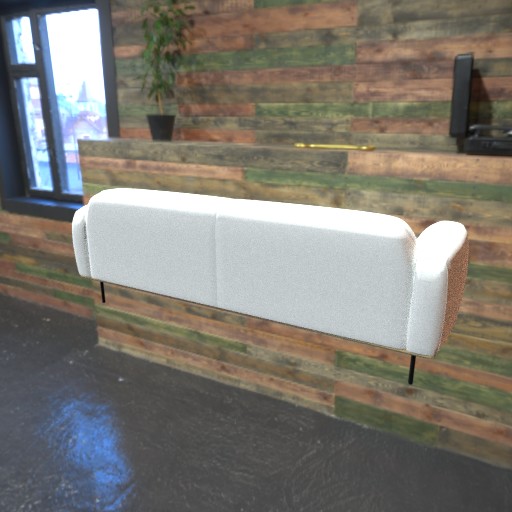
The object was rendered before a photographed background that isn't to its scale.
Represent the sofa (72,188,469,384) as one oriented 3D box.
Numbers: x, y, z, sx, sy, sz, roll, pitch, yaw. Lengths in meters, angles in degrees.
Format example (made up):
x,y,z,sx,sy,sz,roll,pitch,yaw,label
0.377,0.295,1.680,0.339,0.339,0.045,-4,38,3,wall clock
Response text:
x,y,z,sx,sy,sz,roll,pitch,yaw,label
0.000,0.000,2.661,2.280,0.780,0.870,9,20,27,sofa
